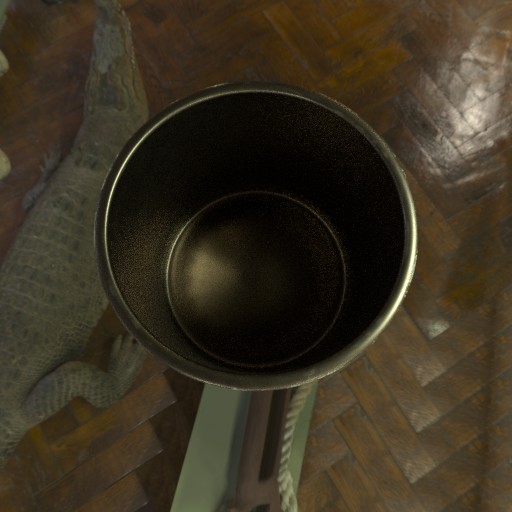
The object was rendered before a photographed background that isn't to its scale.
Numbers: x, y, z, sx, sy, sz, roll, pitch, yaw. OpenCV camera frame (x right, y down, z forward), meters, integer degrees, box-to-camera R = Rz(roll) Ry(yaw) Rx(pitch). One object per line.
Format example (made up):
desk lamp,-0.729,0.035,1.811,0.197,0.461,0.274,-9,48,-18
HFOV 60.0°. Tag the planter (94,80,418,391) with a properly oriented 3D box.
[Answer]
planter,0.000,0.000,0.445,0.254,0.221,0.254,0,76,0
